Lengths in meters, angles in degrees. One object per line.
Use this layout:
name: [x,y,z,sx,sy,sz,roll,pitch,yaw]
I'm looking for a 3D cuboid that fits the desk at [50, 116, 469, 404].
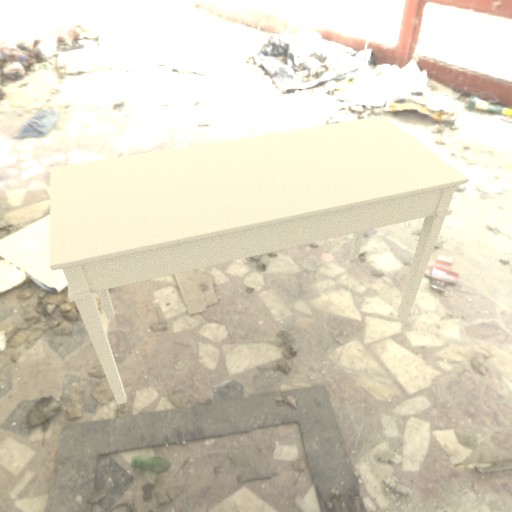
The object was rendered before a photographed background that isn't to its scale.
desk: [0.000,0.000,1.818,1.372,0.774,0.559,-13,42,-14]
